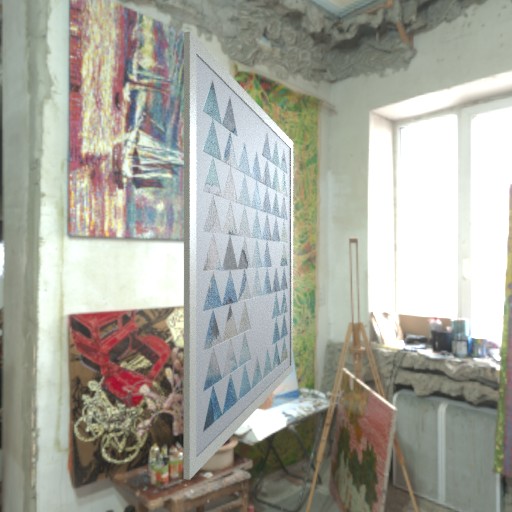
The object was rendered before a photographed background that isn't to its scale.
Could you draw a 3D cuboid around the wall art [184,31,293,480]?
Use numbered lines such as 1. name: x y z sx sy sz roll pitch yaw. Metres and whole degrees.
1. wall art: 0.000 0.000 0.668 0.007 0.456 0.456 0 0 18
